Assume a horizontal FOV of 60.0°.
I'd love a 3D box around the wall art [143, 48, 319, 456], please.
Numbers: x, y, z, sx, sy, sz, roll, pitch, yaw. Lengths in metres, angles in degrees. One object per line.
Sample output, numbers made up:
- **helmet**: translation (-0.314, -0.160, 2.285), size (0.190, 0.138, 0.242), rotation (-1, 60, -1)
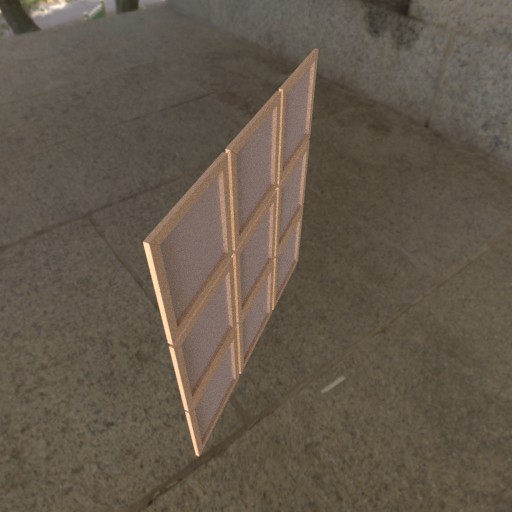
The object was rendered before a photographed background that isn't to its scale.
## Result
- **wall art**: translation (0.000, 0.000, 1.790), size (0.016, 1.207, 1.217), rotation (17, 48, 16)
